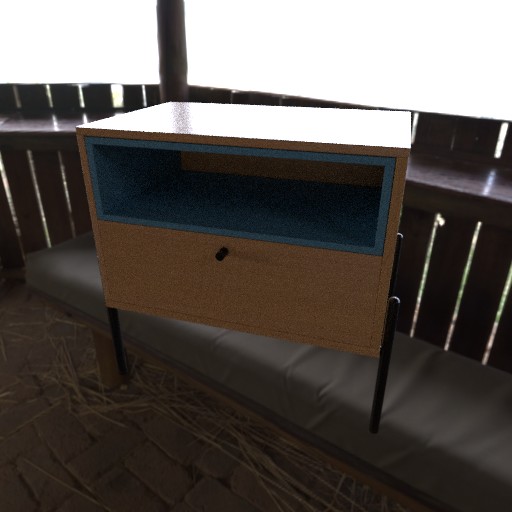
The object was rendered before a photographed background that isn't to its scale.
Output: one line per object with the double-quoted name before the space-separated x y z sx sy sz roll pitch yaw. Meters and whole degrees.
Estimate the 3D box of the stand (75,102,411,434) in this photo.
"stand" 0.000 0.000 1.009 0.630 0.600 0.400 8 27 16
